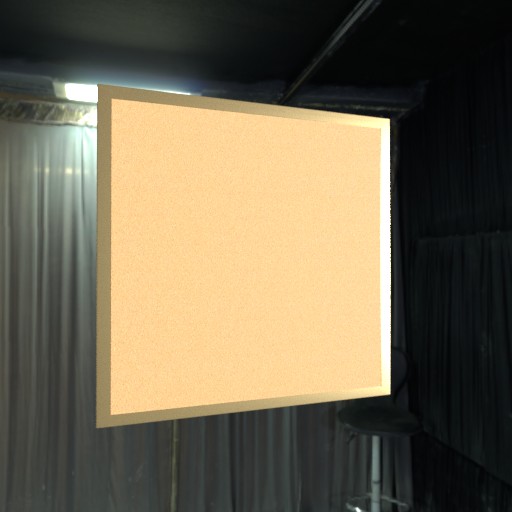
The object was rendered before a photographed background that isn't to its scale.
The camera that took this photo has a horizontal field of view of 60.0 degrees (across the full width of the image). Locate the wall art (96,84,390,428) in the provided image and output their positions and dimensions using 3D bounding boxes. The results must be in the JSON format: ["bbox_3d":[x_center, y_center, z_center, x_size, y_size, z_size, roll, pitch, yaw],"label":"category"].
[{"bbox_3d":[0.000,0.000,0.452,0.305,0.305,0.023,0,-1,-19],"label":"wall art"}]
